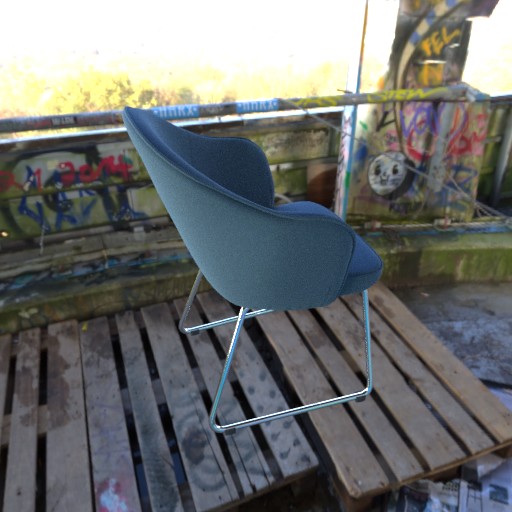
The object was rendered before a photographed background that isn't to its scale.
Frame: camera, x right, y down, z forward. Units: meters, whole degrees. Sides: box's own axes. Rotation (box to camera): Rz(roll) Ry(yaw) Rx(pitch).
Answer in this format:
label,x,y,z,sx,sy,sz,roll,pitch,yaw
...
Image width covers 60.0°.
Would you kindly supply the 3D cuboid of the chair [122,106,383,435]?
label,x,y,z,sx,sy,sz,roll,pitch,yaw
chair,0.000,0.000,1.207,0.585,0.815,0.570,-11,33,-17
